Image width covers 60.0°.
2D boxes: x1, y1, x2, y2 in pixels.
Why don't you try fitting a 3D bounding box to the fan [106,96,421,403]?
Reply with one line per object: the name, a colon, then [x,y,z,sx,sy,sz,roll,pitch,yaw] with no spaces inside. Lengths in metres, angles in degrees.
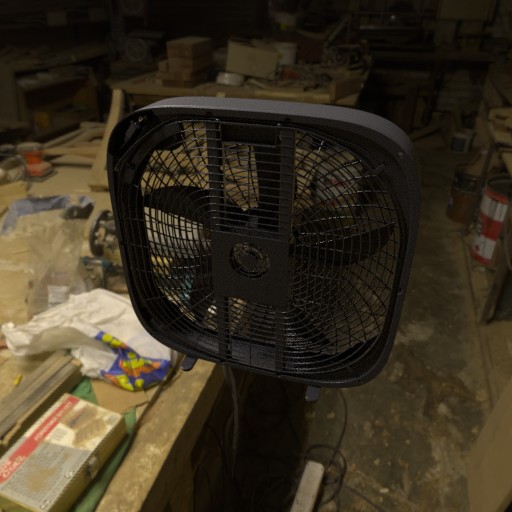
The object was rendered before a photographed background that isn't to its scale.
fan: [0.000,0.000,0.808,0.526,0.533,0.142,9,32,15]
